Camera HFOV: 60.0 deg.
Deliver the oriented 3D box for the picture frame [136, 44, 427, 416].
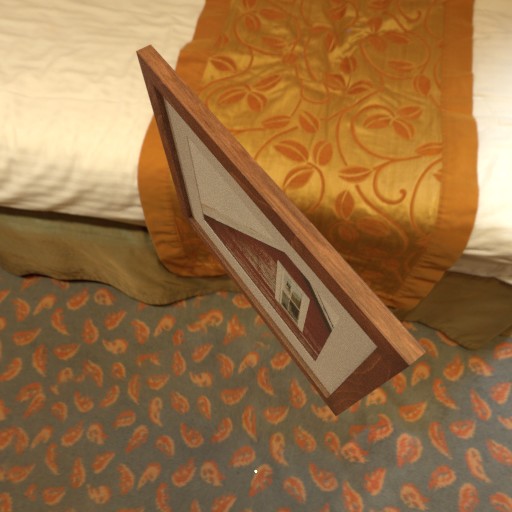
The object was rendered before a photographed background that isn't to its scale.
[{"bbox_3d":[0.000,0.000,0.752,0.025,0.457,0.559,-33,69,-15],"label":"picture frame"}]
